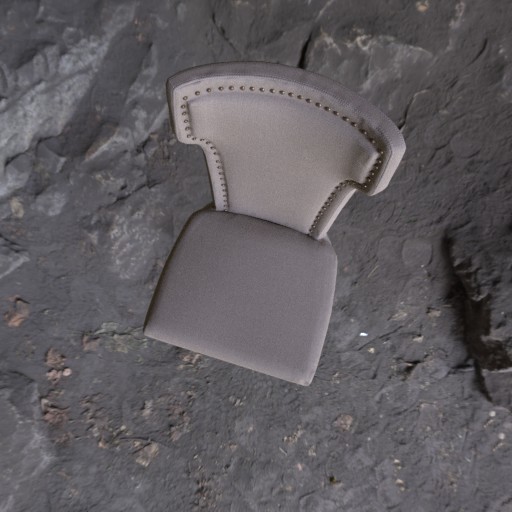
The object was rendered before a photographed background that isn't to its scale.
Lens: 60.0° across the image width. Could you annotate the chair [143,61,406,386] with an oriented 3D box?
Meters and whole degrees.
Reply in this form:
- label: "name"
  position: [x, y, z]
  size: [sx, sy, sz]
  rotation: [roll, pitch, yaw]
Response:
- label: "chair"
  position: [0.000, 0.000, 1.306]
  size: [0.526, 0.955, 0.630]
  rotation: [17, 77, 4]
